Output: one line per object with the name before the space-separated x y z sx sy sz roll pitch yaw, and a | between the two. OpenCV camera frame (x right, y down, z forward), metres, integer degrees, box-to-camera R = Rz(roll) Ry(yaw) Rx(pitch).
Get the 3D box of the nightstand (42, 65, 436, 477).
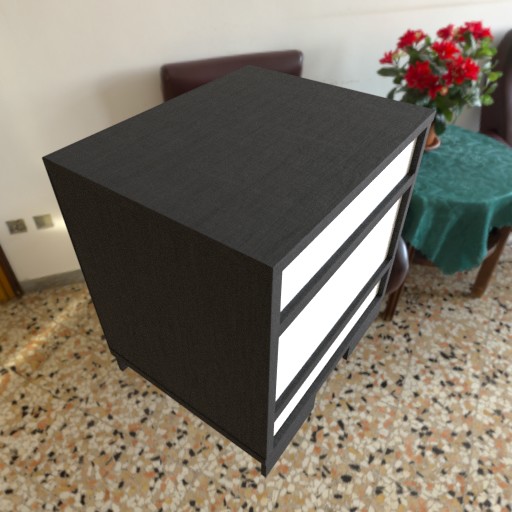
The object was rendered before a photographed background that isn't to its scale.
nightstand | 0.000 0.000 0.747 0.347 0.448 0.427 26 47 26
